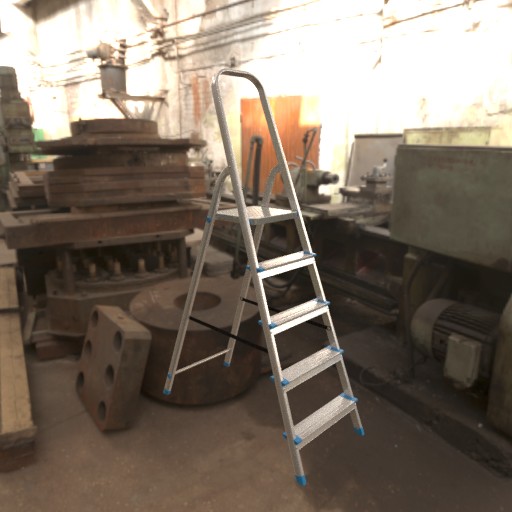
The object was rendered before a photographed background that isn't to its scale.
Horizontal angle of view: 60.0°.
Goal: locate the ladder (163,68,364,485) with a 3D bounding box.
[{"bbox_3d":[0.000,0.000,2.075,0.990,1.648,0.468,14,19,43],"label":"ladder"}]
